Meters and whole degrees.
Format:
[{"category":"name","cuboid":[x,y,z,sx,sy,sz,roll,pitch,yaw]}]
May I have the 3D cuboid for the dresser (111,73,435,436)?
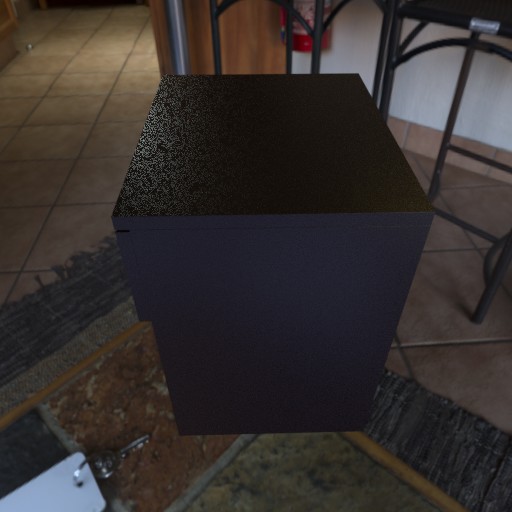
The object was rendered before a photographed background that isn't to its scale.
[{"category":"dresser","cuboid":[0.000,0.000,0.759,0.360,0.470,0.400,-1,42,-1]}]
